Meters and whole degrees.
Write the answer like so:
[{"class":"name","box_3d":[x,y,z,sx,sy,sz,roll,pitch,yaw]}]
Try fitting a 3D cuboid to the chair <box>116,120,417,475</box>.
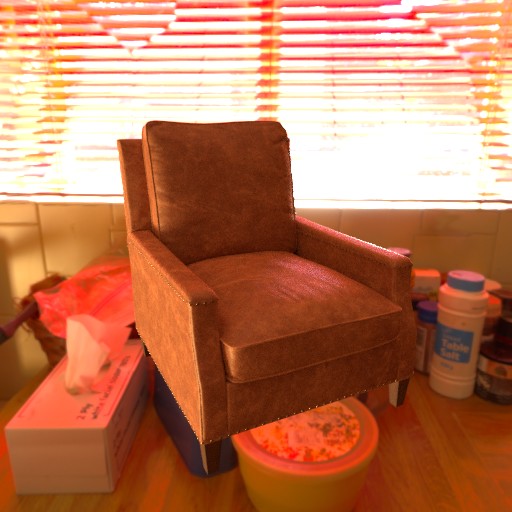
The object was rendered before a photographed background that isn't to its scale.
[{"class":"chair","box_3d":[0.000,0.000,1.786,0.854,1.054,1.035,-8,18,-26]}]
